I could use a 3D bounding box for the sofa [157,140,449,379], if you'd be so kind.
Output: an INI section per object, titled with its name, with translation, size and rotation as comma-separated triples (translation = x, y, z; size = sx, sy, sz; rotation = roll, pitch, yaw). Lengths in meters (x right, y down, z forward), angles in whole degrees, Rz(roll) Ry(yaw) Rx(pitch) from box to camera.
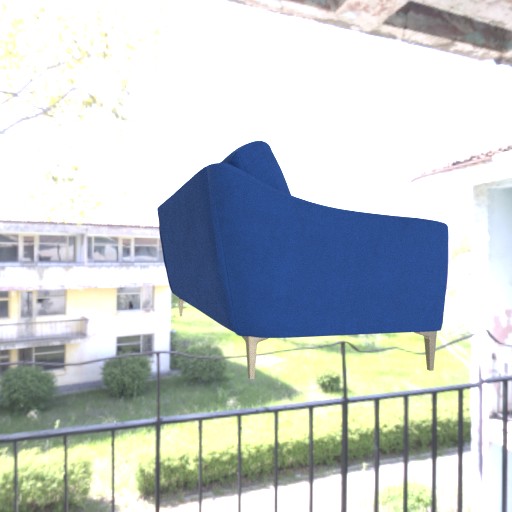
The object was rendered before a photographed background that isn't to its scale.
[sofa]
translation = 0.000, 0.000, 2.550
size = 0.960, 0.903, 2.036
rotation = 0, 1, -18
